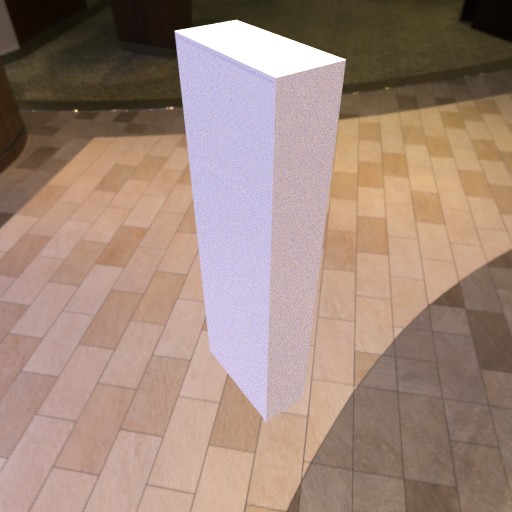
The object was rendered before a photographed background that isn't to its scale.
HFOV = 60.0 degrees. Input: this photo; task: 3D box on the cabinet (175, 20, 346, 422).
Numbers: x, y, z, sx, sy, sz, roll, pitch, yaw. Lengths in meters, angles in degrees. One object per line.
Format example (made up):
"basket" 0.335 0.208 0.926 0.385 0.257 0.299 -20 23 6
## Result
"cabinet" 0.000 0.000 1.820 0.255 1.630 0.520 -25 47 -26
